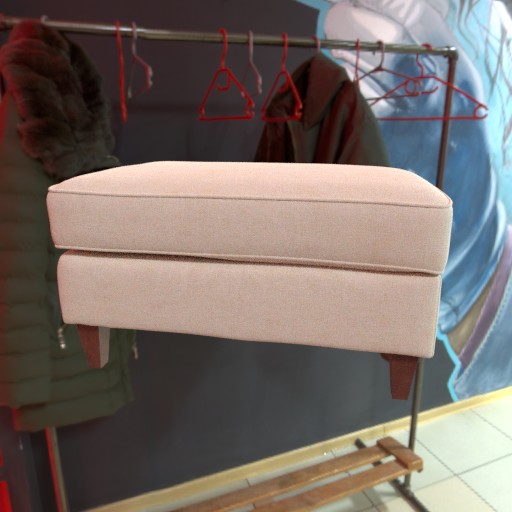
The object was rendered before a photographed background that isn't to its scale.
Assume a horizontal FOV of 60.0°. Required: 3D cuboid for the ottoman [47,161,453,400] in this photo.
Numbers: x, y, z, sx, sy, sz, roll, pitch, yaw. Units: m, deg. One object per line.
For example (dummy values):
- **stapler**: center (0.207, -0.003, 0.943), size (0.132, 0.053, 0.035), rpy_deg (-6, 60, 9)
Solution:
- **ottoman**: center (0.000, 0.000, 1.201), size (0.862, 0.484, 0.583), rpy_deg (3, 17, 10)
